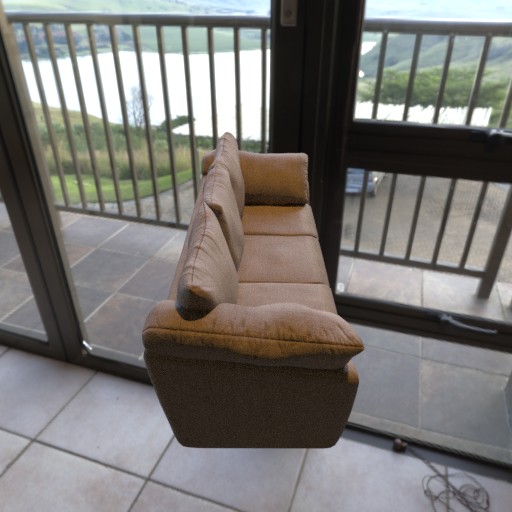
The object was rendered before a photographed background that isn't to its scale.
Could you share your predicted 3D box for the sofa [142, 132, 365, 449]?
[{"bbox_3d":[0.000,0.000,2.780,0.878,0.996,2.334,0,31,0],"label":"sofa"}]
